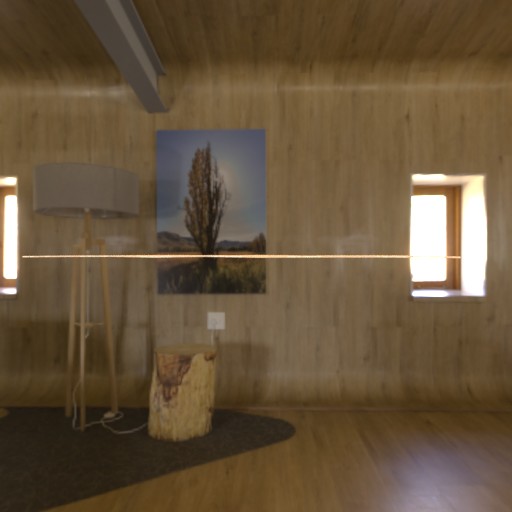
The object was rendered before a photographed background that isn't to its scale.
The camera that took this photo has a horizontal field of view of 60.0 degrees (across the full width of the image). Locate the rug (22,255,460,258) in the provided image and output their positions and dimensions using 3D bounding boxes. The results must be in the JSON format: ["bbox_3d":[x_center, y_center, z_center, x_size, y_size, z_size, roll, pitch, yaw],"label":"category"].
[{"bbox_3d":[0.000,0.000,2.741,2.135,0.013,1.524,0,0,17],"label":"rug"}]
